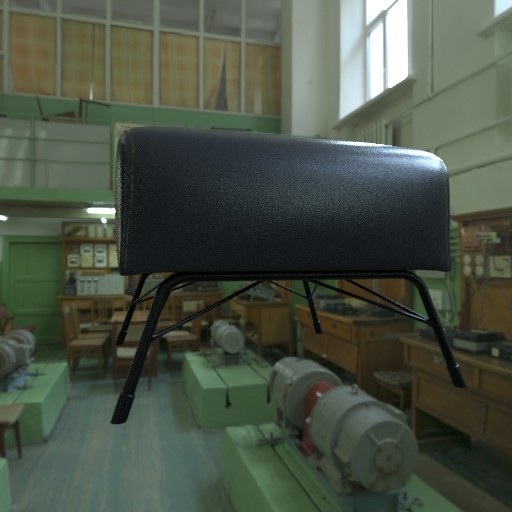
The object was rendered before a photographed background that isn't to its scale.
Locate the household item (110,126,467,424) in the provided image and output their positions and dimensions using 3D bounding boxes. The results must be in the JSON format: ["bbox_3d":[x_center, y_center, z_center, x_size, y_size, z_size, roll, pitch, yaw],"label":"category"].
[{"bbox_3d":[0.000,0.000,0.864,0.530,0.410,0.530,0,0,-17],"label":"household item"}]
